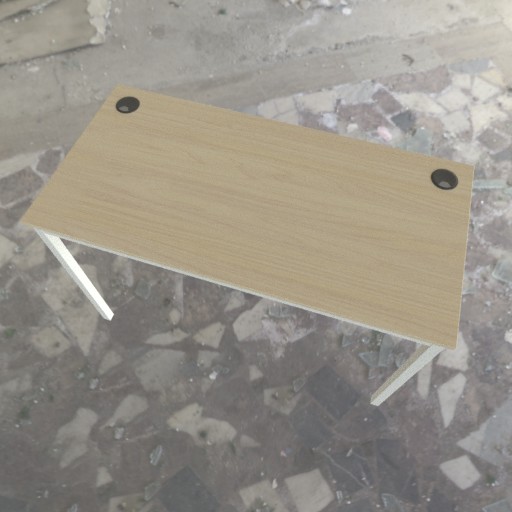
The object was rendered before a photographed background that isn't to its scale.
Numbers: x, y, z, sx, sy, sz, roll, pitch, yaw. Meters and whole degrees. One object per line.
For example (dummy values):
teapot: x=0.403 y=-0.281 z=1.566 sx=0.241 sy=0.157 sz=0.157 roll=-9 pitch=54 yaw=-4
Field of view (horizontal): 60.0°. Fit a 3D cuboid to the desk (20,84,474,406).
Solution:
desk: x=0.000 y=0.000 z=1.615 sx=1.200 sy=0.750 sz=0.600 roll=16 pitch=61 yaw=9
